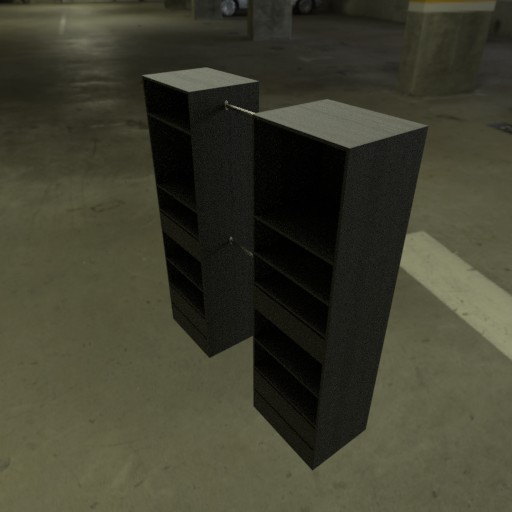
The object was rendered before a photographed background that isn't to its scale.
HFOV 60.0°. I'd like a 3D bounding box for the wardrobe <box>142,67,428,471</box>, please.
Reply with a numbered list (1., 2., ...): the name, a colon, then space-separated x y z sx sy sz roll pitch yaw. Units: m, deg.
1. wardrobe: 0.000 0.000 2.869 0.480 2.000 1.770 -22 38 -31
